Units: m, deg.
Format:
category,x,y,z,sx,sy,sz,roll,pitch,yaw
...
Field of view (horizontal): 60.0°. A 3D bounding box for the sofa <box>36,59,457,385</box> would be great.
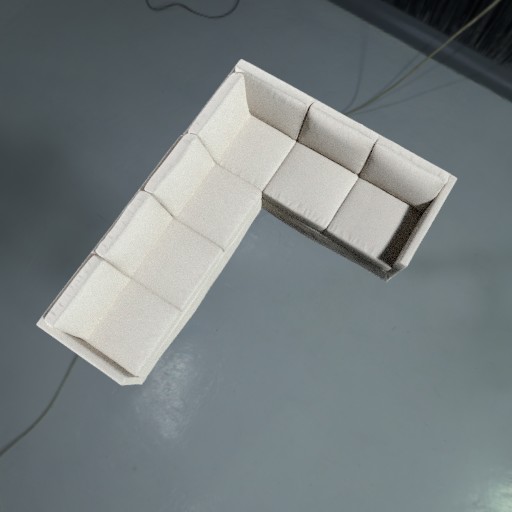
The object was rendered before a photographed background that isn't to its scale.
category,x,y,z,sx,sy,sz,roll,pitch,yaw
sofa,0.000,0.000,4.176,2.432,0.871,3.182,32,78,8
